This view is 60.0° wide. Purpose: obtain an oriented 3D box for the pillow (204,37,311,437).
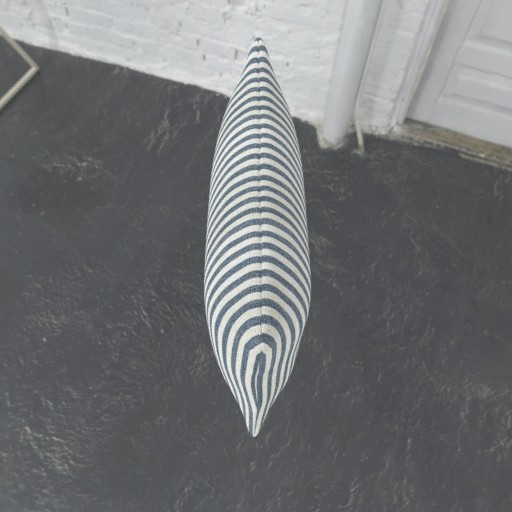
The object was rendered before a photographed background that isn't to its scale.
[{"bbox_3d":[0.000,0.000,0.786,0.166,0.510,0.523,0,58,0],"label":"pillow"}]
